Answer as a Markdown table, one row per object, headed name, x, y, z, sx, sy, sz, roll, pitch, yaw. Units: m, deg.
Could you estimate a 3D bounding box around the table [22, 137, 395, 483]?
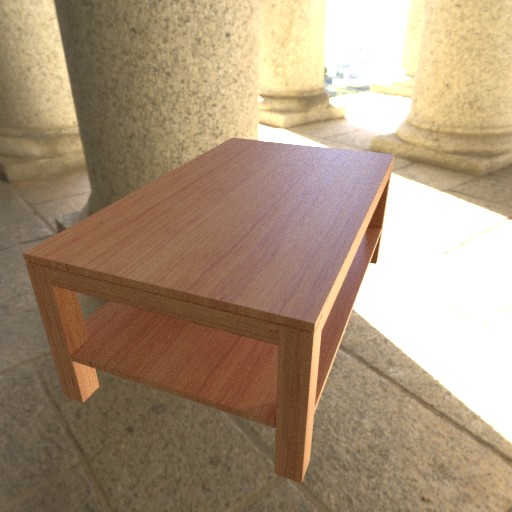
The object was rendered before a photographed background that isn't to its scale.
| name | x | y | z | sx | sy | sz | roll | pitch | yaw |
| --- | --- | --- | --- | --- | --- | --- | --- | --- | --- |
| table | 0.000 | 0.000 | 1.479 | 0.695 | 0.457 | 1.146 | 11 | 31 | 19 |
